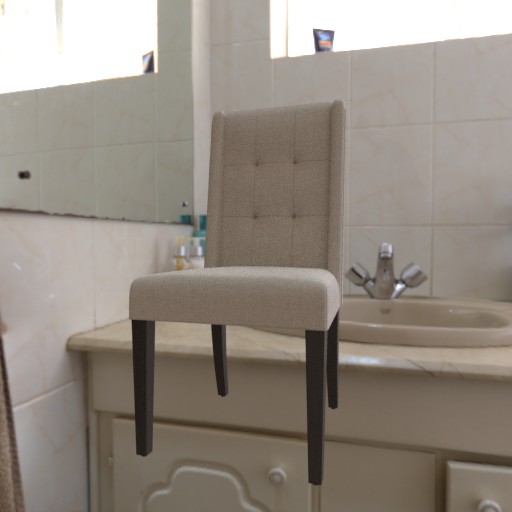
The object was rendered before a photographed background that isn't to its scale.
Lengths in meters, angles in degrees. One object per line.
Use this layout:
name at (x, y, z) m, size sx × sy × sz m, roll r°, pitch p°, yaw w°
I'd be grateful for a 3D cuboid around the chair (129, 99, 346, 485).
chair at (0.000, 0.000, 1.225) m, size 0.474 × 0.961 × 0.523 m, roll 0°, pitch 2°, yaw 18°
